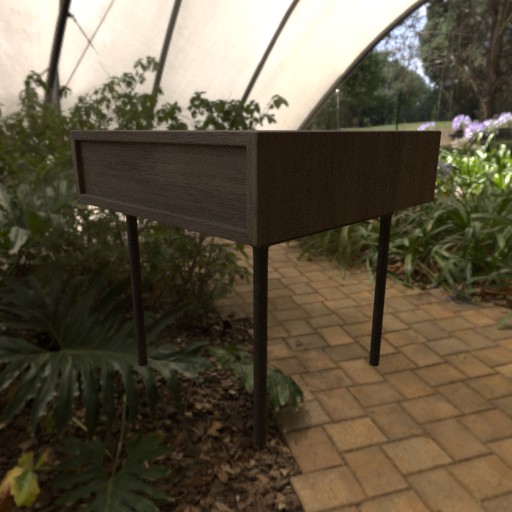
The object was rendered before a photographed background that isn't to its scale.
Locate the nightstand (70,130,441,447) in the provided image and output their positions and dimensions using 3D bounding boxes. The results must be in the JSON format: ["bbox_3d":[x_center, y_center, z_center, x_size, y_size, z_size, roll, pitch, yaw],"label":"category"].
[{"bbox_3d":[0.000,0.000,0.911,0.502,0.497,0.503,15,22,43],"label":"nightstand"}]
